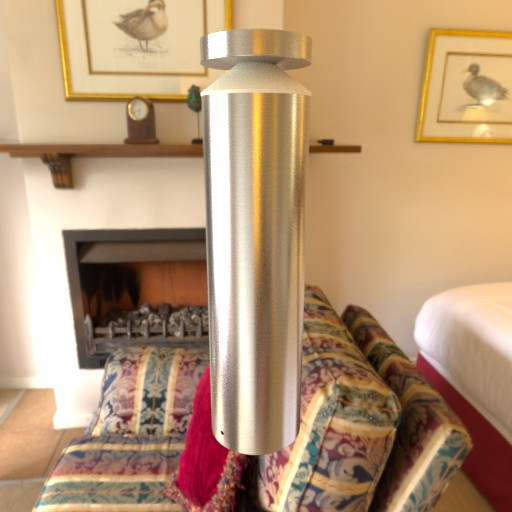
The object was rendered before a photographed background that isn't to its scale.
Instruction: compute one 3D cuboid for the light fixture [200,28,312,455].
[{"bbox_3d":[0.000,0.000,0.451,0.102,0.400,0.102,-15,22,-42],"label":"light fixture"}]
